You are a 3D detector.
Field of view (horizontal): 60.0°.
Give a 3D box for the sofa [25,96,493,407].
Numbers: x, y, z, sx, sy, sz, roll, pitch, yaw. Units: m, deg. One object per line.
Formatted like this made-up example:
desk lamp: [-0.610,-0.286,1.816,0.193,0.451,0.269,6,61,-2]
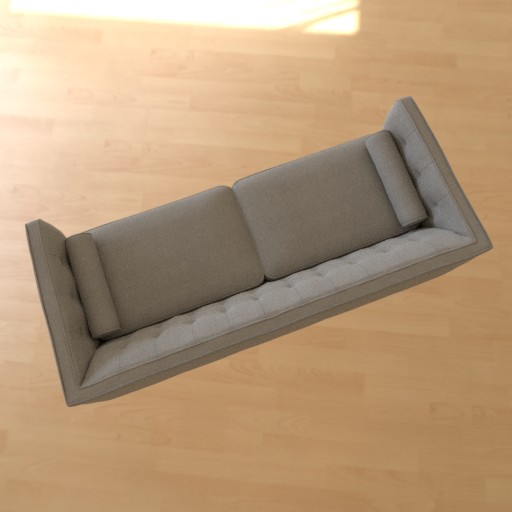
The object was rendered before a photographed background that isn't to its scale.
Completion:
sofa: [0.000,0.000,2.462,2.079,0.798,0.912,-20,76,-5]
